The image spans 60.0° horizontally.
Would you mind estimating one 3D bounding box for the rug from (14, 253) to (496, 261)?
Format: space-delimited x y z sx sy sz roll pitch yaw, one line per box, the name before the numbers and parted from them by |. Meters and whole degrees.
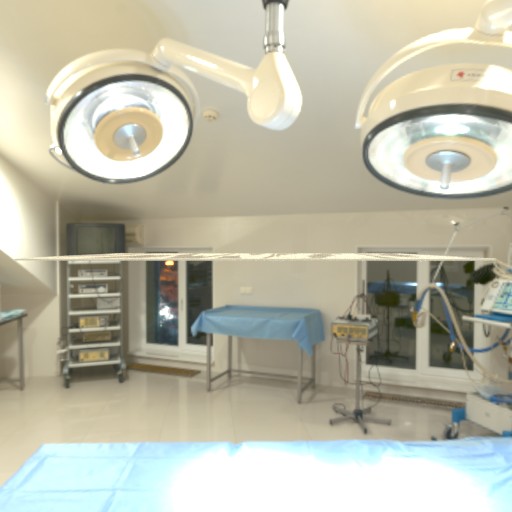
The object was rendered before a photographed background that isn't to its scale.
rug | 0.000 0.000 2.283 1.827 0.008 1.225 0 1 1
